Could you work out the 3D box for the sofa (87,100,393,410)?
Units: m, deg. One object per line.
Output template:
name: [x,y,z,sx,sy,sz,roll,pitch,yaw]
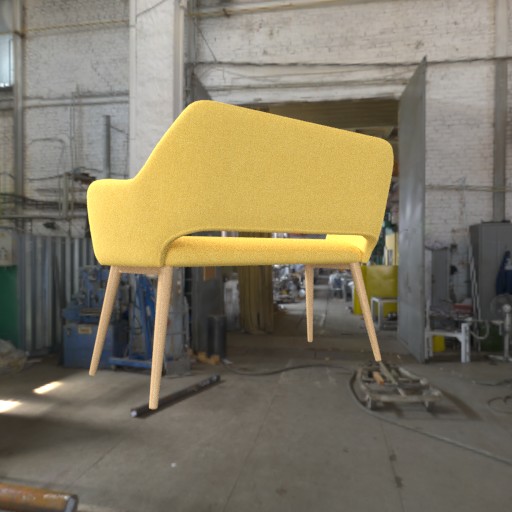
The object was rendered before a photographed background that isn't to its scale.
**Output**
sofa: [0.000,0.000,1.621,1.150,0.840,0.610,0,1,-35]
